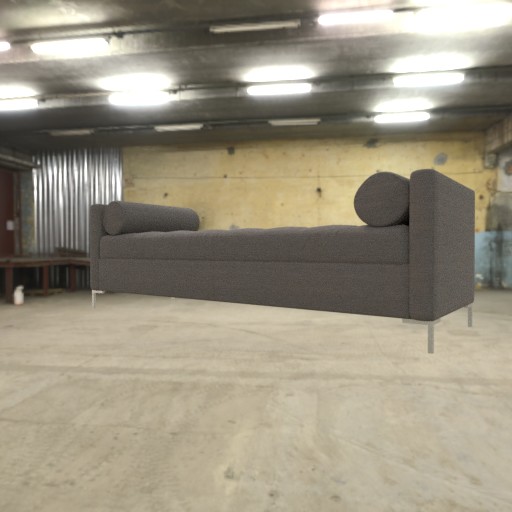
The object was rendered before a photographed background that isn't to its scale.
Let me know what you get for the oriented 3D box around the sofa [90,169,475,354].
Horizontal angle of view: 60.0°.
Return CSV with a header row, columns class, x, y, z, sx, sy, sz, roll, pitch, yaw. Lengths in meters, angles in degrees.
class,x,y,z,sx,sy,sz,roll,pitch,yaw
sofa,0.000,0.000,2.333,1.981,0.635,0.686,1,1,37
